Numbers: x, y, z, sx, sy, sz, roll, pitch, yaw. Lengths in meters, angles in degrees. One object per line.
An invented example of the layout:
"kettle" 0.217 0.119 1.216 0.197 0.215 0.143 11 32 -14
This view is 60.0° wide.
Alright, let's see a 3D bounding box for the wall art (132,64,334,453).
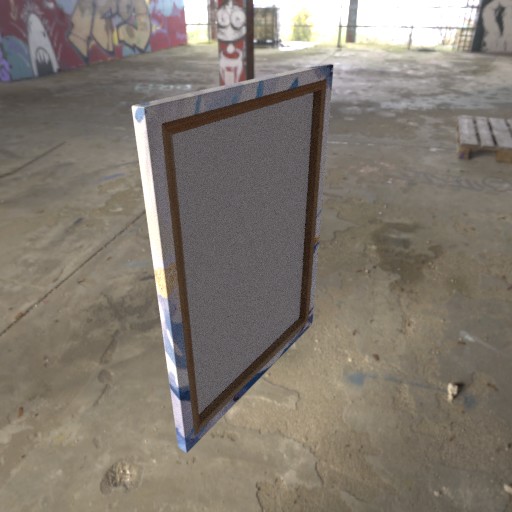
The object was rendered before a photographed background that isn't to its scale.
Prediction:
"wall art" 0.000 0.000 1.360 0.038 1.015 0.761 20 36 31
